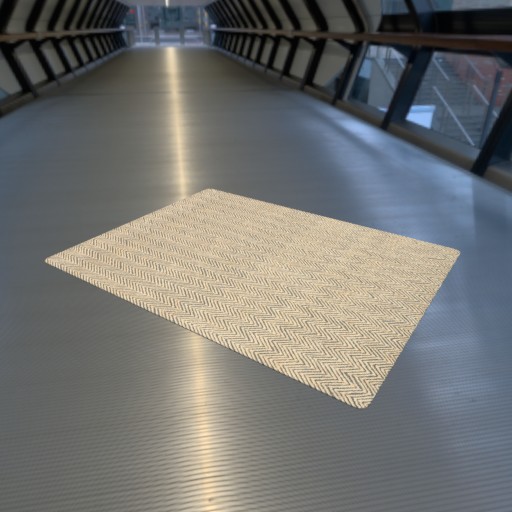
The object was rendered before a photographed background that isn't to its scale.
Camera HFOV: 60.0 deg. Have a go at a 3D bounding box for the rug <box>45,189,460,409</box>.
[{"bbox_3d":[0.000,0.000,4.248,3.207,0.014,2.439,18,33,30],"label":"rug"}]
